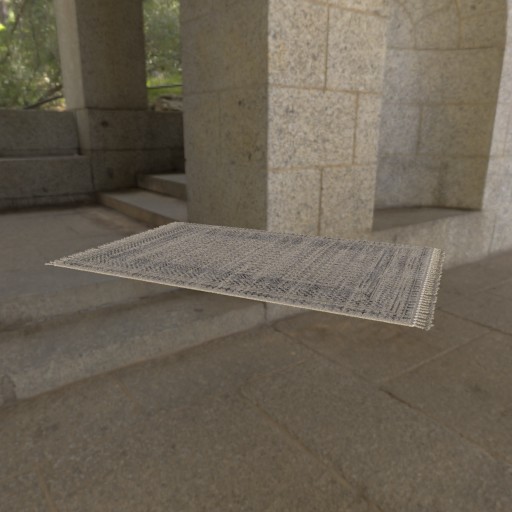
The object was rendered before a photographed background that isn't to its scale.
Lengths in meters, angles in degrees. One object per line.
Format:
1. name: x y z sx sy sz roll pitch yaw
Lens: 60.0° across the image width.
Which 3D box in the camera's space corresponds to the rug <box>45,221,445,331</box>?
1. rug: 0.000 0.000 3.191 2.486 0.013 1.548 7 18 24
